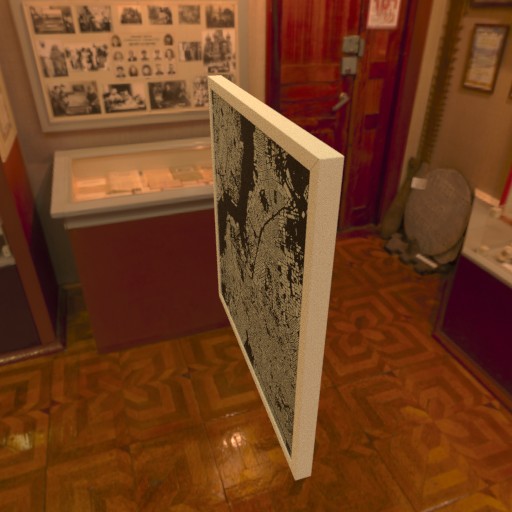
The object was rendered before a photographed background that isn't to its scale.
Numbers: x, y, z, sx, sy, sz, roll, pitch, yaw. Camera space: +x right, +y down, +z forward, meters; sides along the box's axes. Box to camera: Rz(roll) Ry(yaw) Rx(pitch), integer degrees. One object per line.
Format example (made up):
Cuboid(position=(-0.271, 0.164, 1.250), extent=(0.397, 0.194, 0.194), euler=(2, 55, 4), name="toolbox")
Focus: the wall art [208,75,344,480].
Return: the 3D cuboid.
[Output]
Cuboid(position=(0.000, 0.000, 1.142), extent=(0.050, 0.762, 0.761), euler=(-9, 32, -15), name="wall art")
